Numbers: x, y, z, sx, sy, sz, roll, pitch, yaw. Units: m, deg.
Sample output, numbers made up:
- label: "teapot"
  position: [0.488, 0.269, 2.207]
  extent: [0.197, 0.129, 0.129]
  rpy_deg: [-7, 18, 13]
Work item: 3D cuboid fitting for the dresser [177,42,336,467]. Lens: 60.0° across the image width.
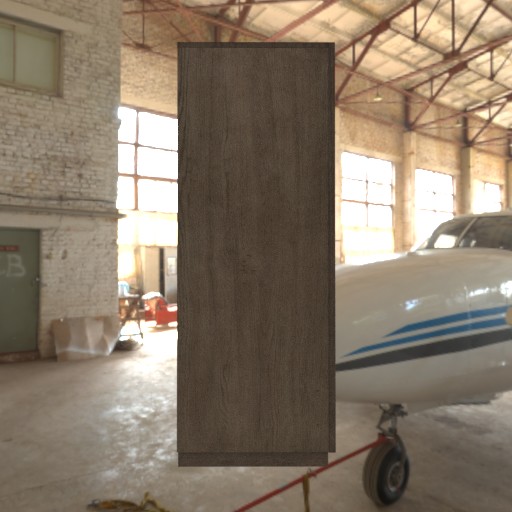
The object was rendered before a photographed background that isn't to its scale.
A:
- label: "dresser"
  position: [0.000, 0.000, 1.828]
  extent: [0.483, 1.295, 0.967]
  rpy_deg: [0, -1, 0]
